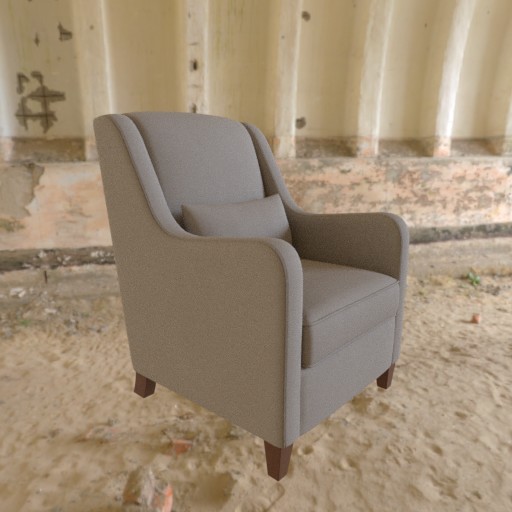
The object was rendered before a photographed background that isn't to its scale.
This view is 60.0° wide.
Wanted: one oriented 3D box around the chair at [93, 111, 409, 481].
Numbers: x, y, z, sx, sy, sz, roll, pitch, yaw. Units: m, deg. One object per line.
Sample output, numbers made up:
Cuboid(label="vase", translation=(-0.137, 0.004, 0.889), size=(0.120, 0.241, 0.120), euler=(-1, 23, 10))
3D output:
Cuboid(label="chair", translation=(0.000, 0.000, 1.572), size=(0.863, 1.010, 0.715), euler=(12, 18, 41))
